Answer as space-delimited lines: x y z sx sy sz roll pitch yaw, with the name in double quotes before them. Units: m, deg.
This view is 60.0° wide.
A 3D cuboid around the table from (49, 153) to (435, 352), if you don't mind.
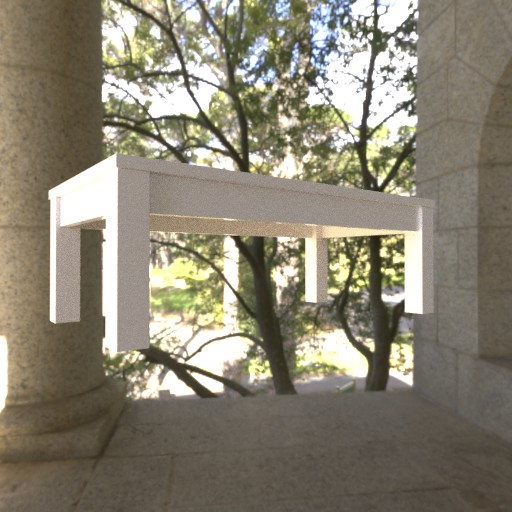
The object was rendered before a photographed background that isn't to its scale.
"table" 0.000 0.000 1.726 1.350 0.470 0.700 0 -1 -37
